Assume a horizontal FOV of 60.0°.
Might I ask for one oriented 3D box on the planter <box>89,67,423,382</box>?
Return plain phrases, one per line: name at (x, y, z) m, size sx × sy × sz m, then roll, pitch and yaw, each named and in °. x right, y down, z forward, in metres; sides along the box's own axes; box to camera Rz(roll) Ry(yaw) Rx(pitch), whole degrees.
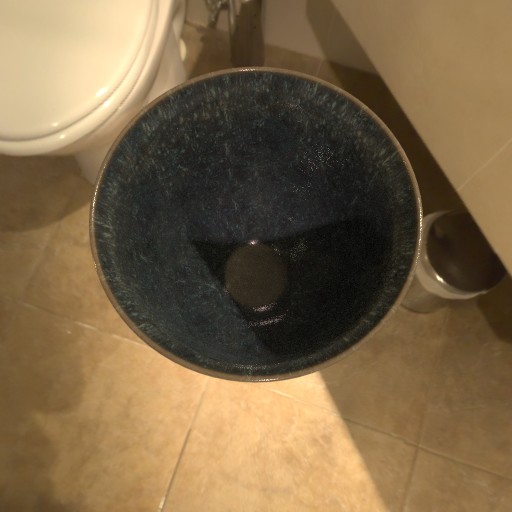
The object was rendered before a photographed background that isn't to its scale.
planter at (0.000, 0.000, 0.362) m, size 0.195 × 0.214 × 0.195 m, roll 0°, pitch 75°, yaw 0°
